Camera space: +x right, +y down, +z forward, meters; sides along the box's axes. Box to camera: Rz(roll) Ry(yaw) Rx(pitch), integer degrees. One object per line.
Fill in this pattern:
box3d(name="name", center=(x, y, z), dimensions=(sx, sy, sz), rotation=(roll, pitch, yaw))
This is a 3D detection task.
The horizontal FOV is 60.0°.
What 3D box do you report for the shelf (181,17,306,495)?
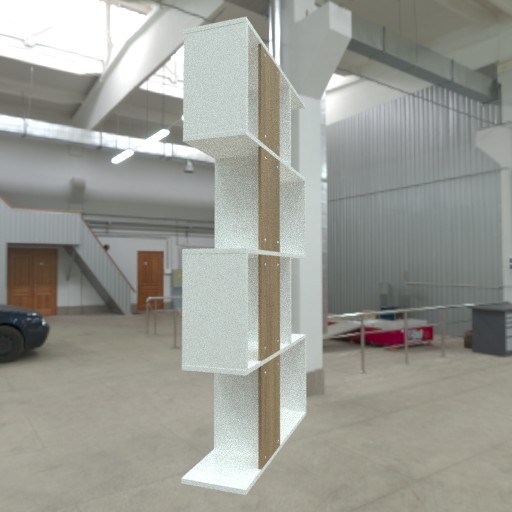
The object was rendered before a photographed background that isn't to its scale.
box3d(name="shelf", center=(0.000, 0.000, 1.988), dimensions=(0.250, 1.650, 0.890), rotation=(-1, -2, 20))
